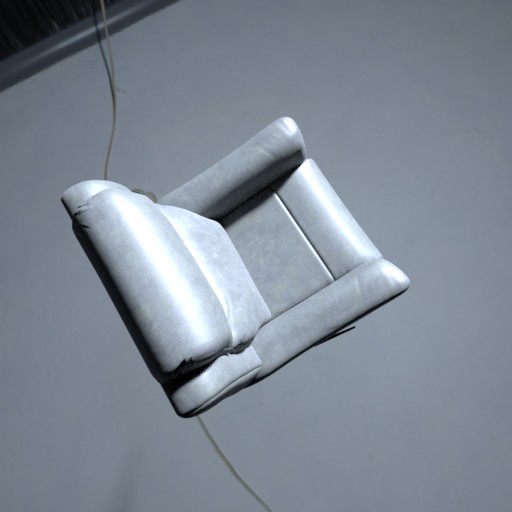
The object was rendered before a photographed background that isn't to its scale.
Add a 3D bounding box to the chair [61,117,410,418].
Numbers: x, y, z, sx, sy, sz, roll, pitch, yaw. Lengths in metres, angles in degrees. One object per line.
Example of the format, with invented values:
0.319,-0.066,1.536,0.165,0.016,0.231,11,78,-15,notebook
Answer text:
0.000,0.000,1.910,1.068,1.116,0.967,-31,77,-8,chair
